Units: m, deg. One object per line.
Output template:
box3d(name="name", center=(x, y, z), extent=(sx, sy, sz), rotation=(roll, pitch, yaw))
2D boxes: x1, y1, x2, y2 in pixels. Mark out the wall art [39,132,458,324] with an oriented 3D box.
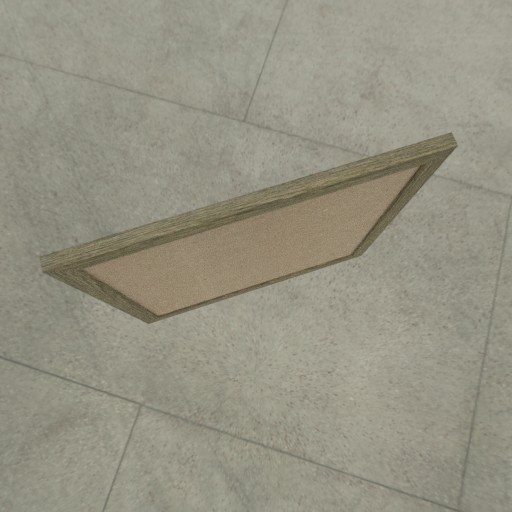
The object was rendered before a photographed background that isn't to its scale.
box3d(name="wall art", center=(0.000, 0.000, 0.762), extent=(0.508, 0.508, 0.019), rotation=(-17, 76, -5))
